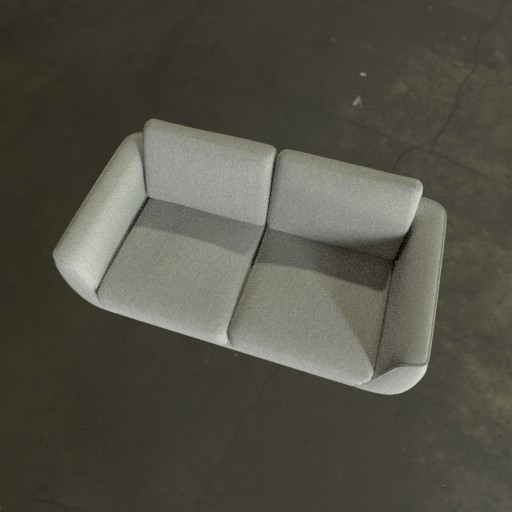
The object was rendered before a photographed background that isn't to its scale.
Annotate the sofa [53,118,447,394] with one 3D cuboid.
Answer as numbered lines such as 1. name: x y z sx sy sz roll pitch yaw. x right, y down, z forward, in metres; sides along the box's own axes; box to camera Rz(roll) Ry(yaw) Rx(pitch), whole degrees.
1. sofa: 0.000 0.000 2.223 1.700 0.850 0.920 15 60 9
